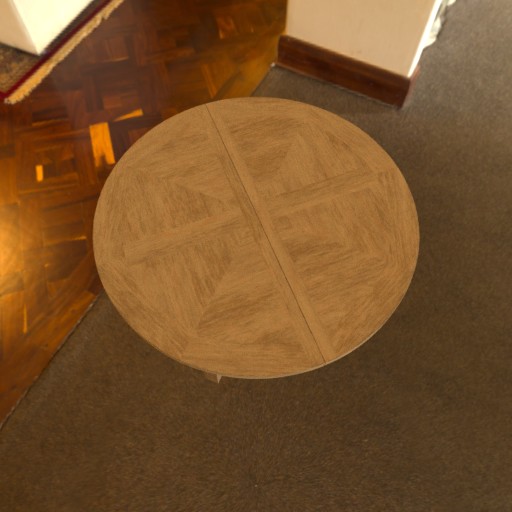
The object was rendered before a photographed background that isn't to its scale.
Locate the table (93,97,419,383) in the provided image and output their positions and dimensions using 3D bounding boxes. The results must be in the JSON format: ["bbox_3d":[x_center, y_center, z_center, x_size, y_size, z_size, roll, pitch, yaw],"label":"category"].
[{"bbox_3d":[0.000,0.000,2.153,1.319,0.762,1.319,0,63,0],"label":"table"}]
